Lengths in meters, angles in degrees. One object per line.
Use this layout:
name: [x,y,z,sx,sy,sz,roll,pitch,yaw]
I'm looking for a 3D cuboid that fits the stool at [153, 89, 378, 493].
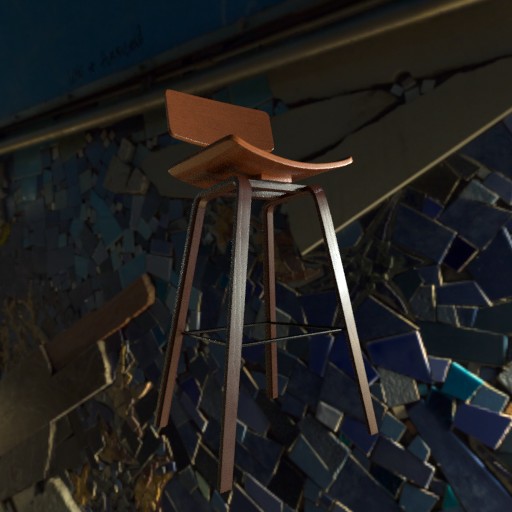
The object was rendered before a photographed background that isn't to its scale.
stool: [0.000,0.000,1.234,0.509,0.969,0.440,-1,1,-36]
